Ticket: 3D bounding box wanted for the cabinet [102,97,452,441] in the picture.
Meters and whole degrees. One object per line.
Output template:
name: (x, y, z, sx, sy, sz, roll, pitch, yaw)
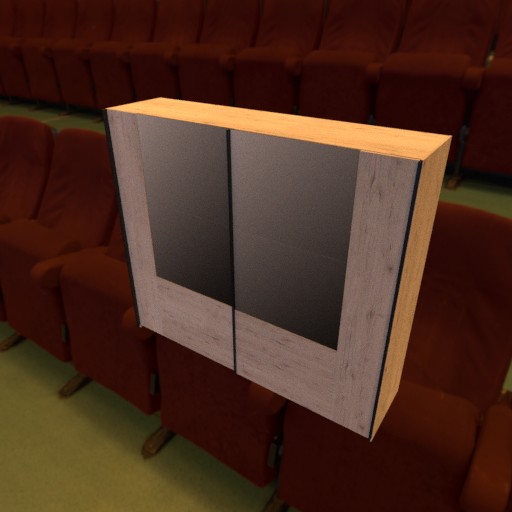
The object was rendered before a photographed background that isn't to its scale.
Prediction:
cabinet: (0.000, 0.000, 3.660, 2.500, 2.180, 0.660, 18, 34, 29)
